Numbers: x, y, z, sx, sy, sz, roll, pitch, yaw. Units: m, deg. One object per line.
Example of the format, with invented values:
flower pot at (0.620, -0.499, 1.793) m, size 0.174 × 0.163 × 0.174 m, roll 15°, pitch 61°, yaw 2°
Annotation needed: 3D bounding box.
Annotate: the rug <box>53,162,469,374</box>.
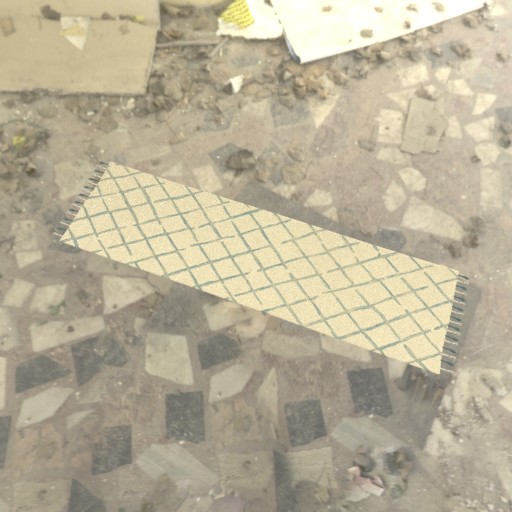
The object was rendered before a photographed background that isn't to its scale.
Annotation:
rug at (0.000, 0.000, 2.572) m, size 2.372 × 0.008 × 0.620 m, roll 18°, pitch 66°, yaw 9°
